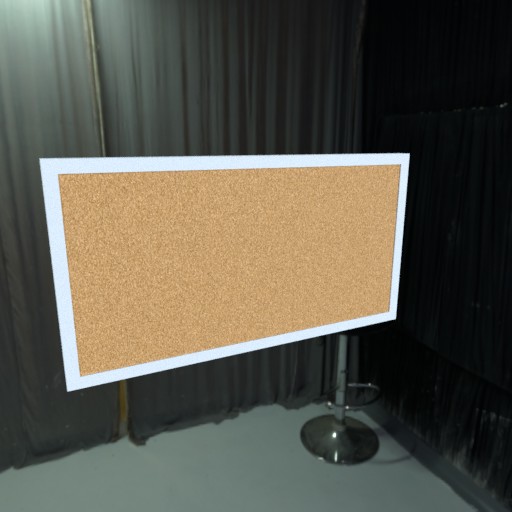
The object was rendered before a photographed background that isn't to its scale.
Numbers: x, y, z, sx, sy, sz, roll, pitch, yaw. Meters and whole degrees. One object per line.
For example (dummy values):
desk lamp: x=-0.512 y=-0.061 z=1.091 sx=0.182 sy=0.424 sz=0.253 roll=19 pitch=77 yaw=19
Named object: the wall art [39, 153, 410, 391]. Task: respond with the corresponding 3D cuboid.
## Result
wall art: x=0.000 y=0.000 z=0.974 sx=0.812 sy=0.431 sz=0.038 roll=-7 pitch=16 yaw=-25
